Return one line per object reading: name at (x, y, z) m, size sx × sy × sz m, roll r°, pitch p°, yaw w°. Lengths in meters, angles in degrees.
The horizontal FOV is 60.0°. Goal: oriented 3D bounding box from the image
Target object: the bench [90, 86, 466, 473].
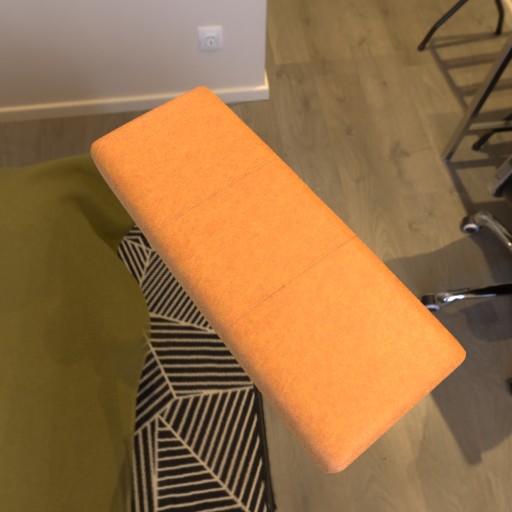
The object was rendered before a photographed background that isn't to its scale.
bench at (0.000, 0.000, 1.848) m, size 0.653 × 0.399 × 1.610 m, roll -34°, pitch 68°, yaw -16°
